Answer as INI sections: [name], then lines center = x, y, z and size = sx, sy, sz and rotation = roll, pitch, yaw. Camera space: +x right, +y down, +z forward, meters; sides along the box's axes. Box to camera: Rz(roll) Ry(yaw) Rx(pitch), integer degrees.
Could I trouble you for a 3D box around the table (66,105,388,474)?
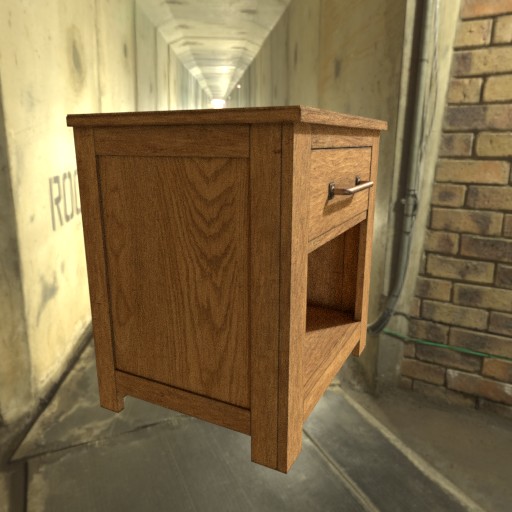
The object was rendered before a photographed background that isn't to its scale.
[table]
center = 0.000, 0.000, 1.053
size = 0.494, 0.625, 0.601
rotation = 7, 16, 26
